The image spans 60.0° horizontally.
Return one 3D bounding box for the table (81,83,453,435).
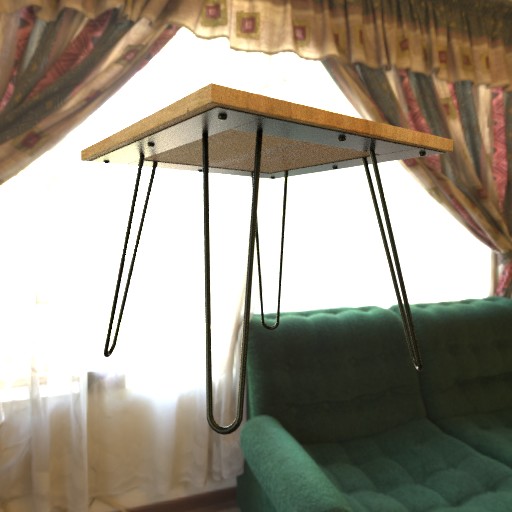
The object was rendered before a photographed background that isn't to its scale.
[{"bbox_3d":[0.000,0.000,1.012,0.599,0.500,0.599,-2,4,-37],"label":"table"}]
